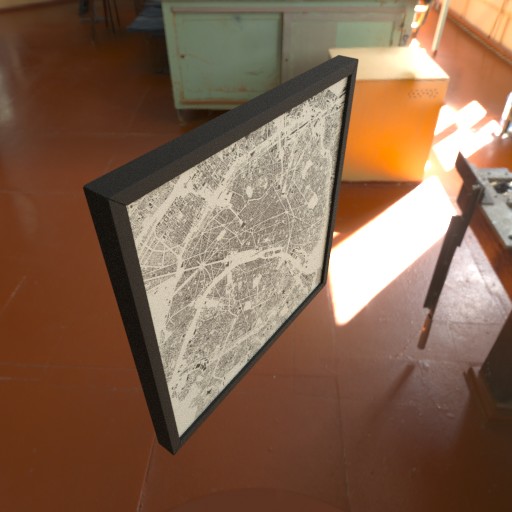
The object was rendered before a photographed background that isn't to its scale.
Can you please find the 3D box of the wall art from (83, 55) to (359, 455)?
[{"bbox_3d":[0.000,0.000,0.734,0.037,0.508,0.508,26,47,27],"label":"wall art"}]
